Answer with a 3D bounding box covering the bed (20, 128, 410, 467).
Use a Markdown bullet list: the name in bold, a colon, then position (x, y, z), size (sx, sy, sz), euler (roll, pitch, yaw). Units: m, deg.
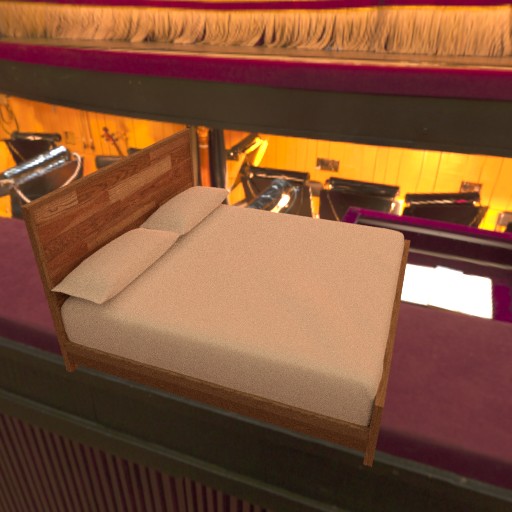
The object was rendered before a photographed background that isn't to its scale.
- **bed**: position (0.000, 0.000, 3.391), size (2.184, 1.295, 2.013), euler (11, 31, 18)
